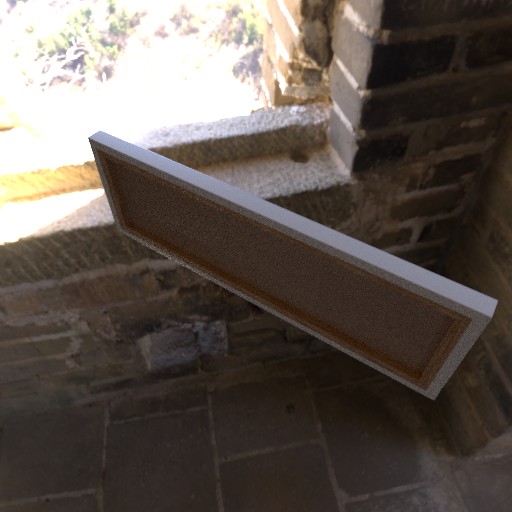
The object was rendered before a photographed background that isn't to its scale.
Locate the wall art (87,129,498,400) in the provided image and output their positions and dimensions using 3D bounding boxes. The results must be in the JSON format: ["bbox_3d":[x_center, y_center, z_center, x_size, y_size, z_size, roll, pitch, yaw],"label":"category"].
[{"bbox_3d":[0.000,0.000,0.830,0.766,0.256,0.036,26,53,22],"label":"wall art"}]
